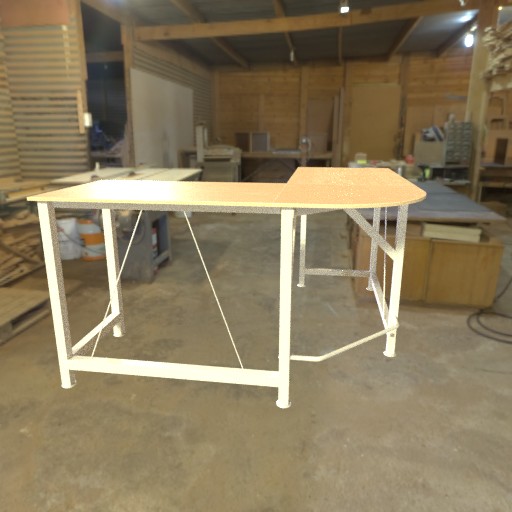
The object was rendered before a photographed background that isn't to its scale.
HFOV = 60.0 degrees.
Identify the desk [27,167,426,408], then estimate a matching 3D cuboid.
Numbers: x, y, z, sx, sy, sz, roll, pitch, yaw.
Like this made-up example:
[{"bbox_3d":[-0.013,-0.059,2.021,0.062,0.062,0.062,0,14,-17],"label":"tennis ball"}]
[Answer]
[{"bbox_3d":[0.000,0.000,2.209,1.400,0.762,1.400,2,16,8],"label":"desk"}]
